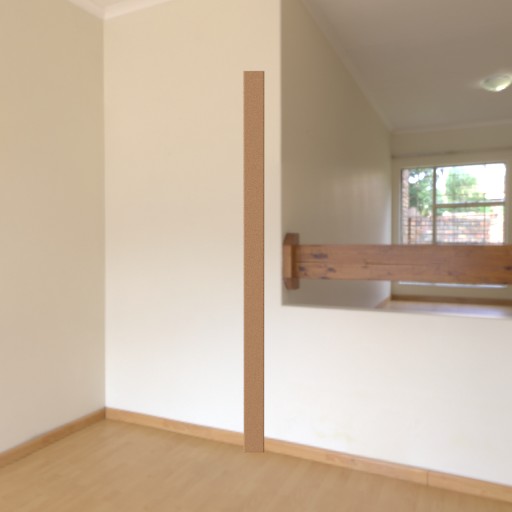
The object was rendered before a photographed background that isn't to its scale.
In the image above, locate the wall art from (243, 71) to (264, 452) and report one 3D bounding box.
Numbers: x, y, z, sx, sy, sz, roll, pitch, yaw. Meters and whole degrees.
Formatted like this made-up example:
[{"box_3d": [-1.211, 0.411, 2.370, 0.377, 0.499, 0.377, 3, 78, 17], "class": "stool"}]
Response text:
[{"box_3d": [0.000, 0.000, 1.163, 0.033, 0.608, 0.915, 0, 2, 0], "class": "wall art"}]
